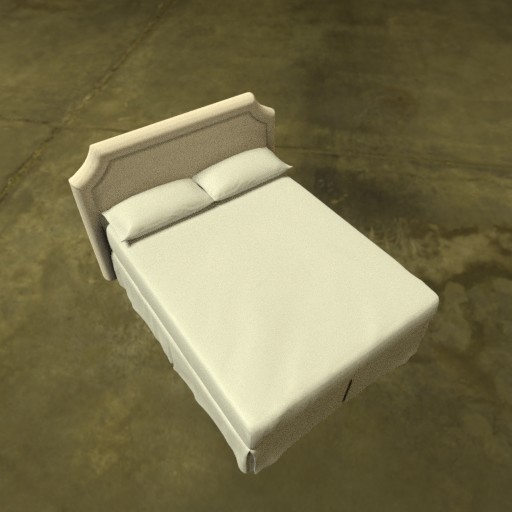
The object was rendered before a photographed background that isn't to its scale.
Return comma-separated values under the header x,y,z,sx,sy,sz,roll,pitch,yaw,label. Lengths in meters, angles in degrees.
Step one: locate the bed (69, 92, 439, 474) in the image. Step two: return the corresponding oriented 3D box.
x,y,z,sx,sy,sz,roll,pitch,yaw,label
0.000,0.000,3.267,1.828,1.297,2.164,-27,52,-23,bed
